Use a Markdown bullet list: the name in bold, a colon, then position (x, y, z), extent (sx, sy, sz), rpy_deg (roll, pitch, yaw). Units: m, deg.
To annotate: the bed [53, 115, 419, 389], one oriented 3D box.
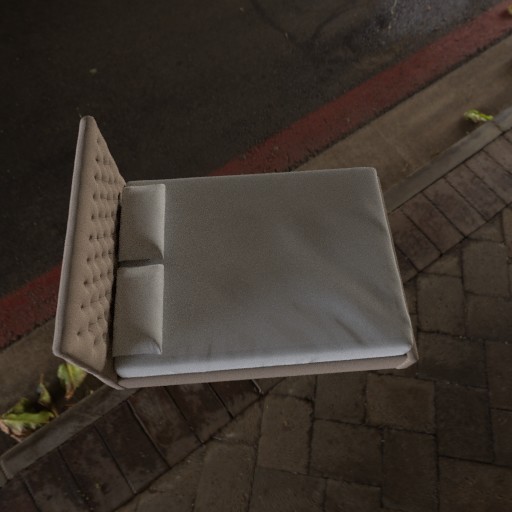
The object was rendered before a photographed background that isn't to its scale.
- **bed**: position (0.000, 0.000, 3.427), extent (2.387, 1.427, 1.698), rpy_deg (-4, 65, -2)
